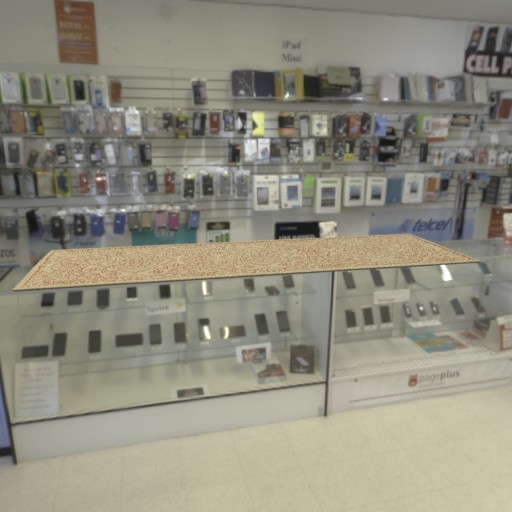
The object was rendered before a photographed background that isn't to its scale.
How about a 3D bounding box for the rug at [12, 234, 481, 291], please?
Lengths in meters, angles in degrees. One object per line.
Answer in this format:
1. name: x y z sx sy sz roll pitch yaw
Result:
1. rug: 0.000 0.000 2.627 2.448 0.012 0.769 -3 15 -11
